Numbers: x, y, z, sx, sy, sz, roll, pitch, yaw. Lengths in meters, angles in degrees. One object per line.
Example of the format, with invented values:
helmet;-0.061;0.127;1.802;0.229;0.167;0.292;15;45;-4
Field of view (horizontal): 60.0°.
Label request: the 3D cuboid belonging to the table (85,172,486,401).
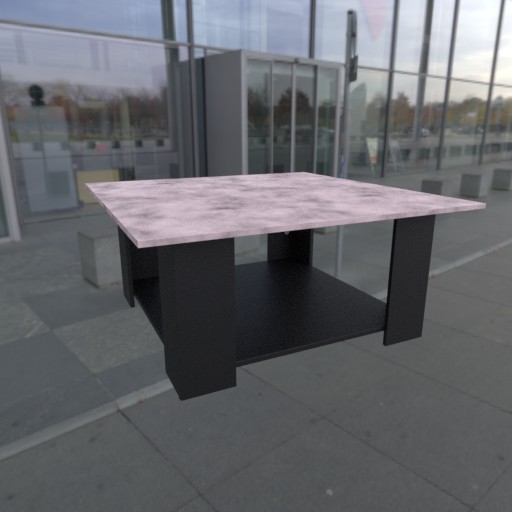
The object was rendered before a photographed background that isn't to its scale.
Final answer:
table;0.000;0.000;1.053;0.670;0.305;0.670;-8;18;-25
